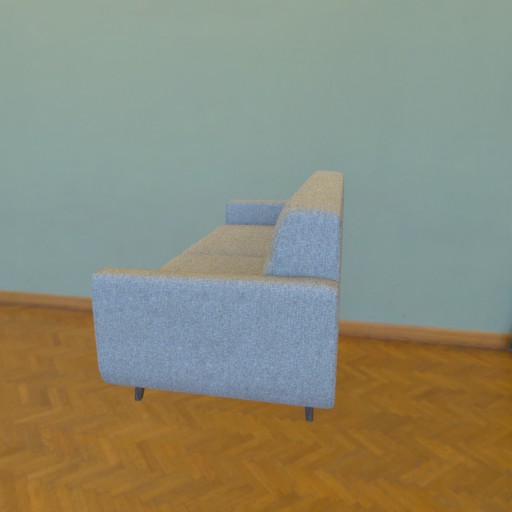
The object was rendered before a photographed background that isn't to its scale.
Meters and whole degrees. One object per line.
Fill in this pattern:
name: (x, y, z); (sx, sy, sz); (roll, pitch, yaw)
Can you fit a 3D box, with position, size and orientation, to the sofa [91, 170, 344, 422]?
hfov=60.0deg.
sofa: (0.000, 0.000, 2.557); (0.968, 0.873, 2.055); (3, 15, 11)
